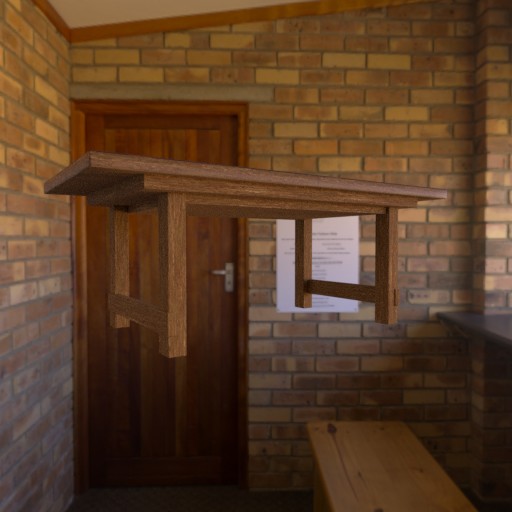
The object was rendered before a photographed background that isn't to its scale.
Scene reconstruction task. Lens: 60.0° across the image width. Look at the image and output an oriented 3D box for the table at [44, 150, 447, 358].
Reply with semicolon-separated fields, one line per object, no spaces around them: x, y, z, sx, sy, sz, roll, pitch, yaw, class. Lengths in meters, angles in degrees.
0.000;0.000;2.439;1.982;0.762;1.000;-1;2;-33;table
